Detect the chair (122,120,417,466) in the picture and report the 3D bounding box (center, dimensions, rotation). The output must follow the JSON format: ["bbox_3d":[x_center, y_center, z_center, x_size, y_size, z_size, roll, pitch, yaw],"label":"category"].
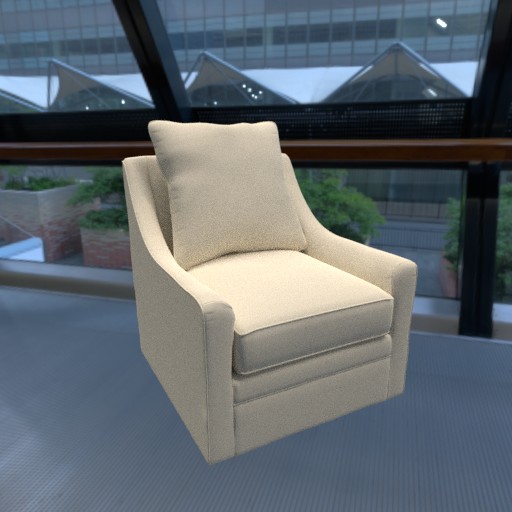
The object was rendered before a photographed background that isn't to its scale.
[{"bbox_3d":[0.000,0.000,1.643,0.756,0.965,0.876,-9,18,-27],"label":"chair"}]
